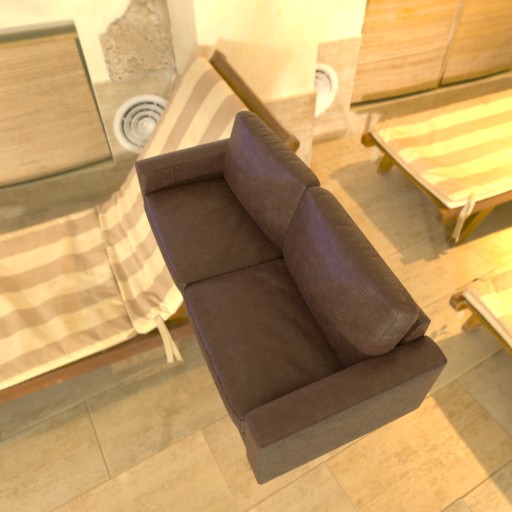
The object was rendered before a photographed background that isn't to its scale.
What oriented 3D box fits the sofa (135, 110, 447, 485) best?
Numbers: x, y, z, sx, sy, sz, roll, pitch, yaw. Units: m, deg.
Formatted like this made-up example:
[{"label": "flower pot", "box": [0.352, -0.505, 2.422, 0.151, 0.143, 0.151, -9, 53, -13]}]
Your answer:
[{"label": "sofa", "box": [0.000, 0.000, 2.698, 1.016, 0.873, 2.179, -18, 50, -16]}]
